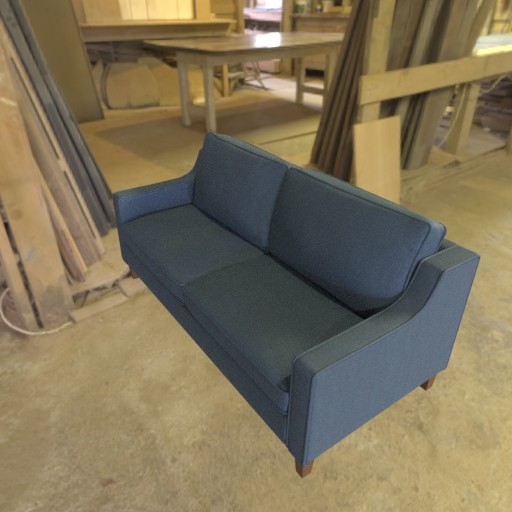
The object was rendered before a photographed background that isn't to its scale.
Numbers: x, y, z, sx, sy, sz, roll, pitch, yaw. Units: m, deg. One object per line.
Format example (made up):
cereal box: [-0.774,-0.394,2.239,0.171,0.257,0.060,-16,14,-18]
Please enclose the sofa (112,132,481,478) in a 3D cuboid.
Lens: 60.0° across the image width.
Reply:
sofa: [0.000,0.000,2.757,1.066,1.071,2.178,-20,36,-30]
